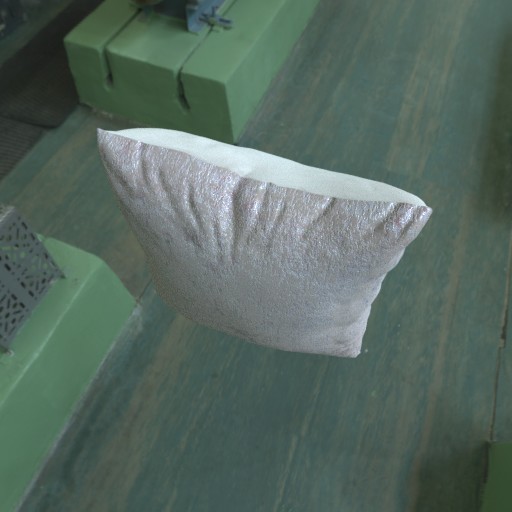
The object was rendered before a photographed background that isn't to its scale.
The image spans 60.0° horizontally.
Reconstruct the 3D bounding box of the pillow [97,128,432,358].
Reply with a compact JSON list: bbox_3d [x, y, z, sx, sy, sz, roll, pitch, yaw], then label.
[{"bbox_3d":[0.000,0.000,0.742,0.450,0.448,0.245,18,59,11],"label":"pillow"}]
